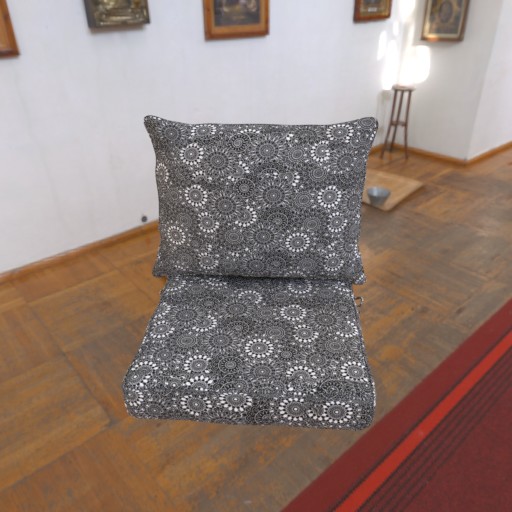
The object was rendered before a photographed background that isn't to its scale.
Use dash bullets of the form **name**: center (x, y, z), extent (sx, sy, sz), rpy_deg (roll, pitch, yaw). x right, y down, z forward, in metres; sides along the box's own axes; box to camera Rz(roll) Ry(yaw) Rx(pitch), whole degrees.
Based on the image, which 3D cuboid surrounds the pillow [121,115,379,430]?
- **pillow**: center (0.000, 0.000, 1.364), extent (0.798, 0.722, 0.740), rpy_deg (2, 30, 3)
